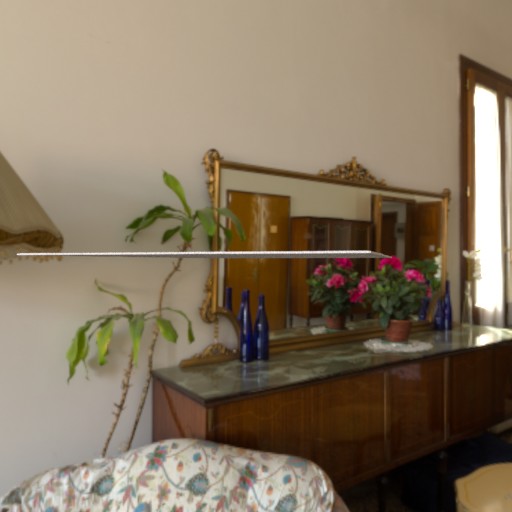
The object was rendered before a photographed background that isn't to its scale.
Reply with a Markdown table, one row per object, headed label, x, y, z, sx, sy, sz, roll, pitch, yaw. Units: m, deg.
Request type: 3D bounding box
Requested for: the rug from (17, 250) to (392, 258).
| label | x | y | z | sx | sy | sz | roll | pitch | yaw |
| --- | --- | --- | --- | --- | --- | --- | --- | --- | --- |
| rug | 0.000 | 0.000 | 4.328 | 2.448 | 0.020 | 3.359 | 0 | -1 | 19 |
